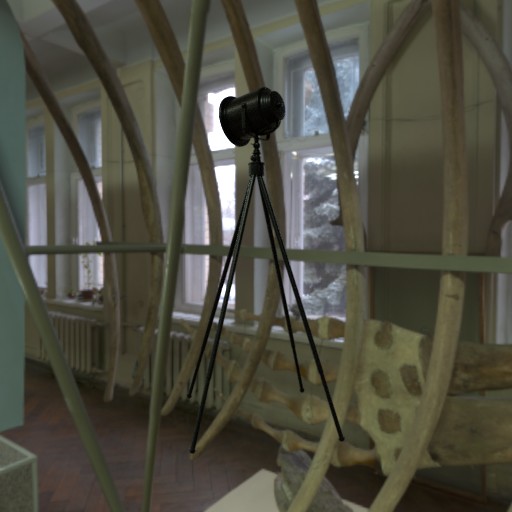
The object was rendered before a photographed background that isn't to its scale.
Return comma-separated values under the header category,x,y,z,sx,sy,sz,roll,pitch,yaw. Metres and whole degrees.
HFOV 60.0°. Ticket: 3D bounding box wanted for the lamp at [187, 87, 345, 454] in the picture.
category,x,y,z,sx,sy,sz,roll,pitch,yaw
lamp,0.000,0.000,2.037,0.884,1.504,0.879,1,2,36
